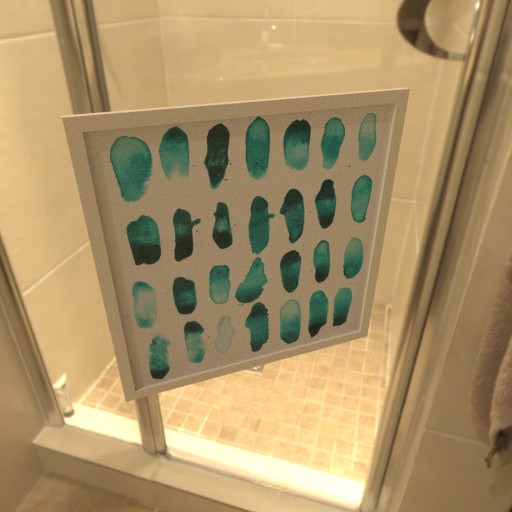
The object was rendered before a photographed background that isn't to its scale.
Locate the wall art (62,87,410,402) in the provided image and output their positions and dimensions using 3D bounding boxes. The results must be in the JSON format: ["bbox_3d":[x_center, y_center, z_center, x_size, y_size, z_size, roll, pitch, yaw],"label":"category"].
[{"bbox_3d":[0.000,0.000,0.675,0.456,0.457,0.009,-11,33,-17],"label":"wall art"}]
